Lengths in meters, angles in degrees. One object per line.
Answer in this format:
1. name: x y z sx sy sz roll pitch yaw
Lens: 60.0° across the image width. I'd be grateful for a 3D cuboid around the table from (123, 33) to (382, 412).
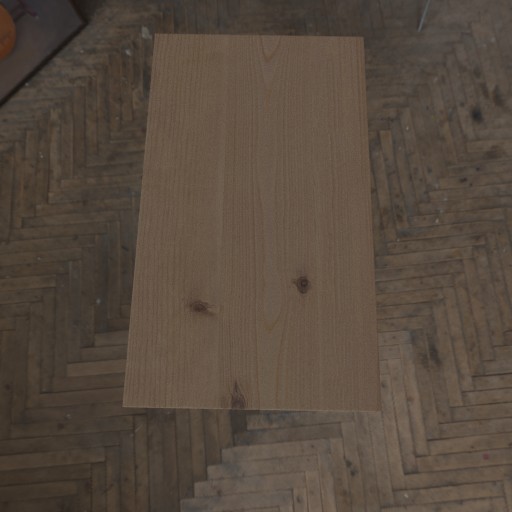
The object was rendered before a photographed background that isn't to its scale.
1. table: 0.000 0.000 0.998 0.351 0.673 0.597 1 76 0
